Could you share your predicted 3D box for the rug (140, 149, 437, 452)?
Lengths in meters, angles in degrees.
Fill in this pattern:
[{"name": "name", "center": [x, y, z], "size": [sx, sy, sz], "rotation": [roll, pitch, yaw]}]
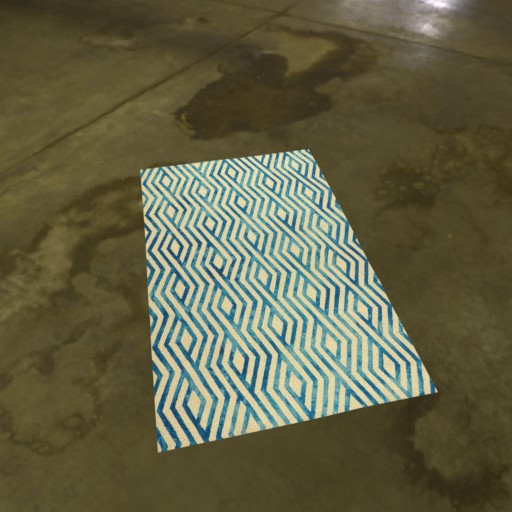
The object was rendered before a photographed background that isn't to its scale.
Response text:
[{"name": "rug", "center": [0.000, 0.000, 3.148], "size": [1.531, 0.008, 2.439], "rotation": [-9, 47, -8]}]
